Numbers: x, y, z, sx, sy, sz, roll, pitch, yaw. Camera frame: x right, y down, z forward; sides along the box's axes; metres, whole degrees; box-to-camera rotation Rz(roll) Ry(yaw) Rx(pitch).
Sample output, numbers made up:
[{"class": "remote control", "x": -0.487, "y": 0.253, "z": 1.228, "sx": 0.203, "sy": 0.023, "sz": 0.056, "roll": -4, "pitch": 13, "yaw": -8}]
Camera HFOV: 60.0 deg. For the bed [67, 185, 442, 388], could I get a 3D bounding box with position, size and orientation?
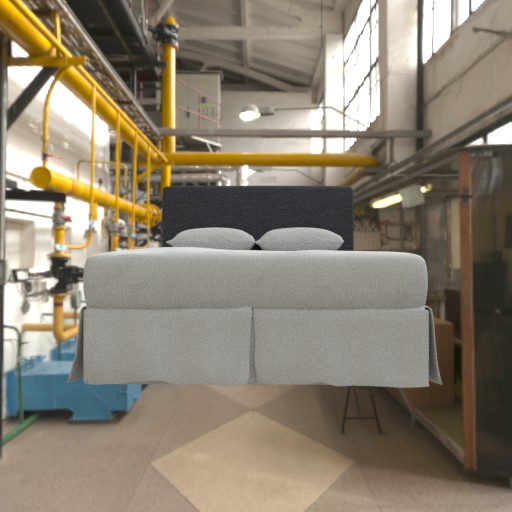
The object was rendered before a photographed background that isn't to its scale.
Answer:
[{"class": "bed", "x": 0.000, "y": 0.000, "z": 3.240, "sx": 1.884, "sy": 1.330, "sz": 2.142, "roll": 0, "pitch": 0, "yaw": 1}]
